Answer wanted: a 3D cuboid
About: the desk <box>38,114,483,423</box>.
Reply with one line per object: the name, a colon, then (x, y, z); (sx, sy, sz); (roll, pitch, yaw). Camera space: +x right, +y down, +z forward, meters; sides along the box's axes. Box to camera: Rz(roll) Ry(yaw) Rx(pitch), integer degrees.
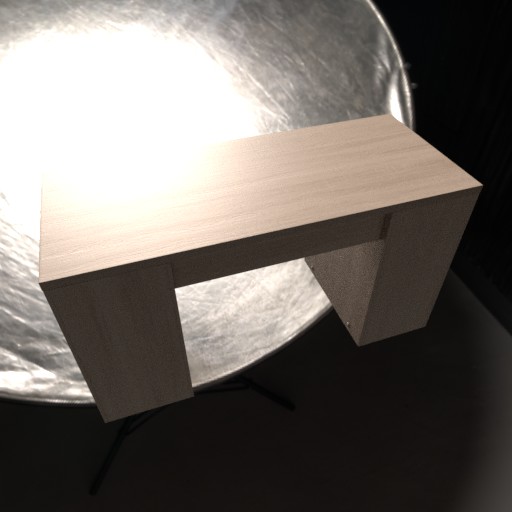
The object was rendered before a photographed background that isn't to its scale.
desk: (0.000, 0.000, 1.759); (1.390, 0.740, 0.600); (-13, 44, -14)
